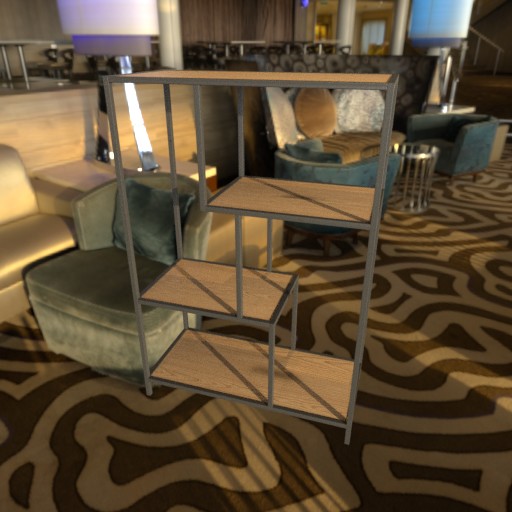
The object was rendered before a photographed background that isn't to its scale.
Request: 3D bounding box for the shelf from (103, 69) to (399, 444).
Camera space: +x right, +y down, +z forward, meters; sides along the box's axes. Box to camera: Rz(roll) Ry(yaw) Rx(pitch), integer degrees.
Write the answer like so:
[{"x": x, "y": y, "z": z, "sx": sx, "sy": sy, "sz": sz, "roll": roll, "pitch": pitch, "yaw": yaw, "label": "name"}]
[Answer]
[{"x": 0.000, "y": 0.000, "z": 1.503, "sx": 0.770, "sy": 1.138, "sz": 0.350, "roll": 8, "pitch": 27, "yaw": 16, "label": "shelf"}]
